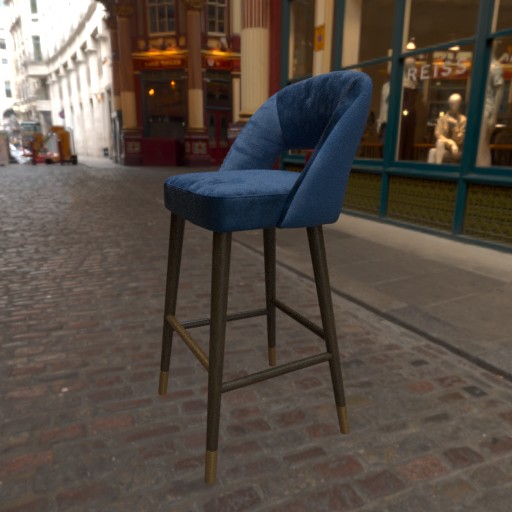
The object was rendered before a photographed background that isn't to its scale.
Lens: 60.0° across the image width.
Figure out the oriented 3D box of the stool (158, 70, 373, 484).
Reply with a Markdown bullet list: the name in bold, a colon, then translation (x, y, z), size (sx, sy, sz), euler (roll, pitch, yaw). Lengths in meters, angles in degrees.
- **stool**: translation (0.000, 0.000, 1.284), size (0.515, 1.016, 0.514), euler (-8, 17, -26)
